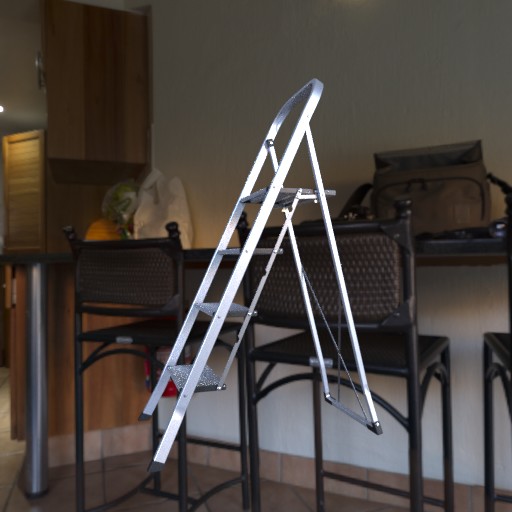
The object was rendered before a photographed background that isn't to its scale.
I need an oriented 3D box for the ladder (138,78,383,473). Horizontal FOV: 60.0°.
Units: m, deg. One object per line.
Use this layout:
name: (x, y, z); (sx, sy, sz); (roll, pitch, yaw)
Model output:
ladder: (0.000, 0.000, 1.666); (0.830, 1.290, 0.465); (0, 0, -18)
